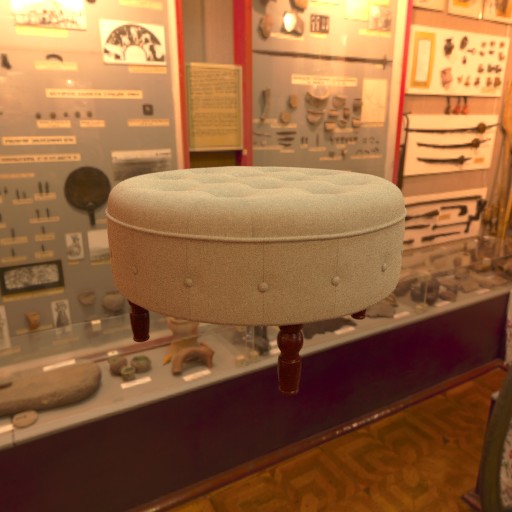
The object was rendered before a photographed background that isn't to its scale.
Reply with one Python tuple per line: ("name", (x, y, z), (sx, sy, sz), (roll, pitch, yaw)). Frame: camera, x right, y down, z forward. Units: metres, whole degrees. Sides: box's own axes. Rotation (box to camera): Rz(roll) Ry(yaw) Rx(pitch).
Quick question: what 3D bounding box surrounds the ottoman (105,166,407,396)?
("ottoman", (0.000, 0.000, 1.359), (0.849, 0.478, 0.849), (0, 17, 0))
